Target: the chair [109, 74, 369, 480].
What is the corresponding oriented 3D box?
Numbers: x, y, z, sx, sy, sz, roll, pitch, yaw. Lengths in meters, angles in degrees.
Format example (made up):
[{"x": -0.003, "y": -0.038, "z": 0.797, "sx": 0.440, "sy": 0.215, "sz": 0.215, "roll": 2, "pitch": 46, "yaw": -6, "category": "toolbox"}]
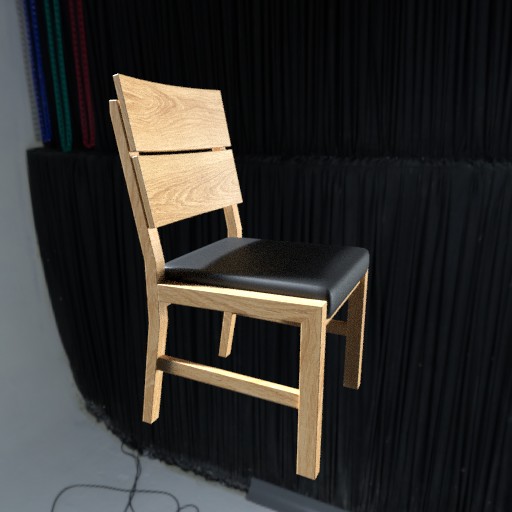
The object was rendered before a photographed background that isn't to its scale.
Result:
[{"x": 0.000, "y": 0.000, "z": 1.274, "sx": 0.569, "sy": 0.950, "sz": 0.475, "roll": 7, "pitch": 17, "yaw": 25, "category": "chair"}]
